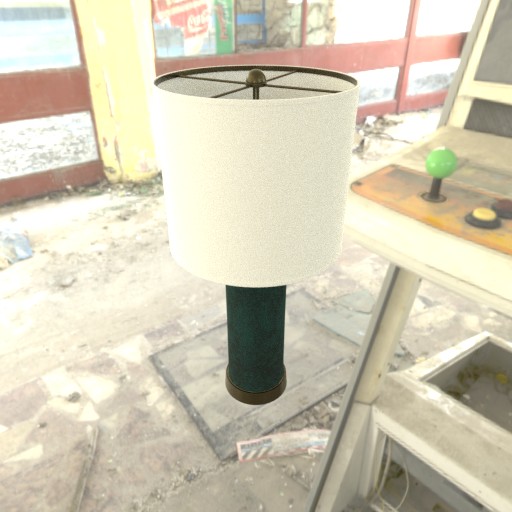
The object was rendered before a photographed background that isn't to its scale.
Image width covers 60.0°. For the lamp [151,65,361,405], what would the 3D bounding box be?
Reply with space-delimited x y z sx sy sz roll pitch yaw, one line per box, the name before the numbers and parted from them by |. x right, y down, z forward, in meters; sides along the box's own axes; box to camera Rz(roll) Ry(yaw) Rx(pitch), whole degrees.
lamp | 0.000 0.000 0.803 0.301 0.630 0.301 -8 32 -13
